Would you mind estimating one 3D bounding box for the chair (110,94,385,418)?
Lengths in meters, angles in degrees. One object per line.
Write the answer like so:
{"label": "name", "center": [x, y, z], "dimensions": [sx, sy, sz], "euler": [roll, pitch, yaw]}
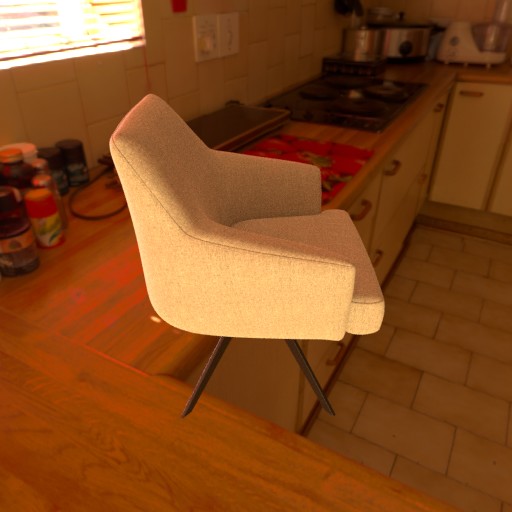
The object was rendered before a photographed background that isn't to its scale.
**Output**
{"label": "chair", "center": [0.000, 0.000, 1.353], "dimensions": [0.677, 0.874, 0.642], "euler": [0, 32, -1]}
